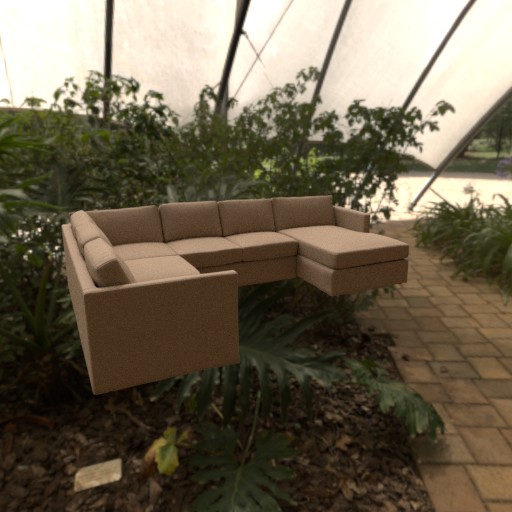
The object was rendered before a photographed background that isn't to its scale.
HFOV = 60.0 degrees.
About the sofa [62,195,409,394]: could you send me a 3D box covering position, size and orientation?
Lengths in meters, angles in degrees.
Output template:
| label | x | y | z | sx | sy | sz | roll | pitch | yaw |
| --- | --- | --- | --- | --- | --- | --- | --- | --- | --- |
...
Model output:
| label | x | y | z | sx | sy | sz | roll | pitch | yaw |
| --- | --- | --- | --- | --- | --- | --- | --- | --- | --- |
| sofa | 0.000 | 0.000 | 4.469 | 3.460 | 0.882 | 2.427 | -7 | 17 | -25 |
